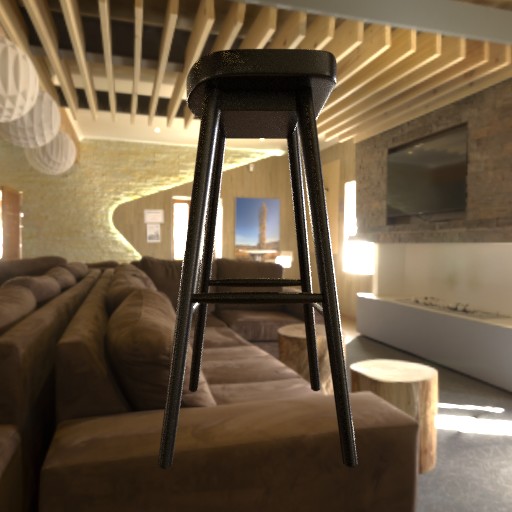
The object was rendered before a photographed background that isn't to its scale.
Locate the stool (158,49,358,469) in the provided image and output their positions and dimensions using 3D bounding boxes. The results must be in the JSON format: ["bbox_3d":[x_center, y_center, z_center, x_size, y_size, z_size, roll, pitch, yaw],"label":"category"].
[{"bbox_3d":[0.000,0.000,0.997,0.361,0.749,0.440,0,2,-1],"label":"stool"}]
